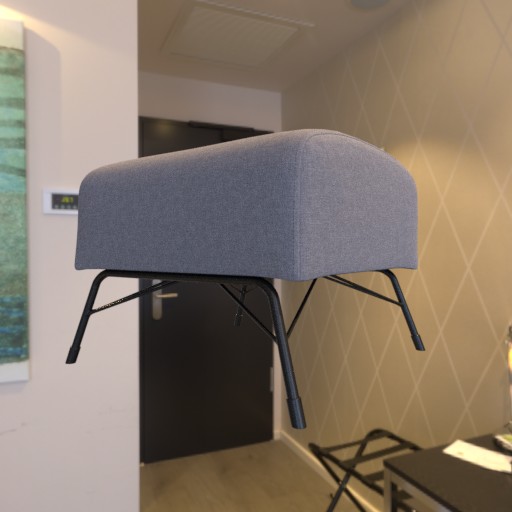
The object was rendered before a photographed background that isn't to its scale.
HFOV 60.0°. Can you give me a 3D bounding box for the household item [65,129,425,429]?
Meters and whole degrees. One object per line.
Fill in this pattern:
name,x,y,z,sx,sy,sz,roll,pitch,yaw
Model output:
household item,0.000,0.000,0.904,0.530,0.410,0.530,1,1,36
